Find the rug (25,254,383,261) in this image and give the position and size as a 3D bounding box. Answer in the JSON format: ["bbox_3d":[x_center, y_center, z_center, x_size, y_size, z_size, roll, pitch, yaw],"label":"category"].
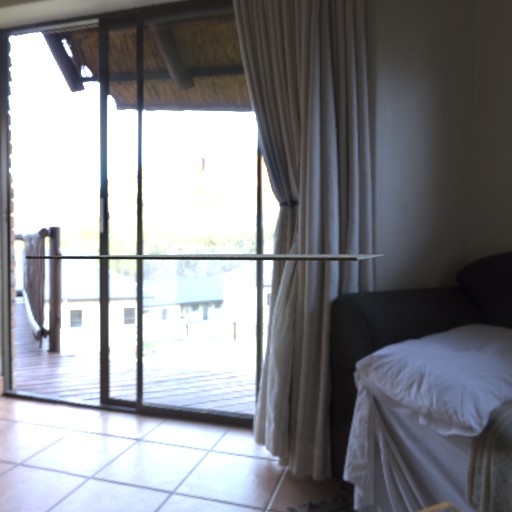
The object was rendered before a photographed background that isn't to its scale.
[{"bbox_3d":[0.000,0.000,2.934,1.547,0.013,2.283,0,1,18],"label":"rug"}]
